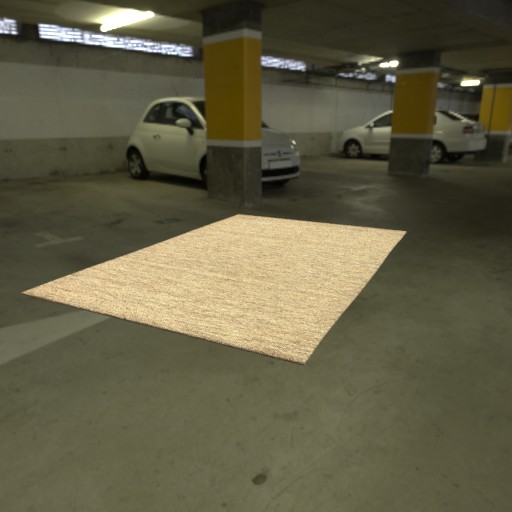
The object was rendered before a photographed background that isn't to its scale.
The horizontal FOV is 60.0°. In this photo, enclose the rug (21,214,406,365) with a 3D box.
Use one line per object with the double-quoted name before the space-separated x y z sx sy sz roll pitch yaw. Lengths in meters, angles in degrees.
"rug" 0.000 0.000 2.906 1.547 0.013 2.283 8 19 26
